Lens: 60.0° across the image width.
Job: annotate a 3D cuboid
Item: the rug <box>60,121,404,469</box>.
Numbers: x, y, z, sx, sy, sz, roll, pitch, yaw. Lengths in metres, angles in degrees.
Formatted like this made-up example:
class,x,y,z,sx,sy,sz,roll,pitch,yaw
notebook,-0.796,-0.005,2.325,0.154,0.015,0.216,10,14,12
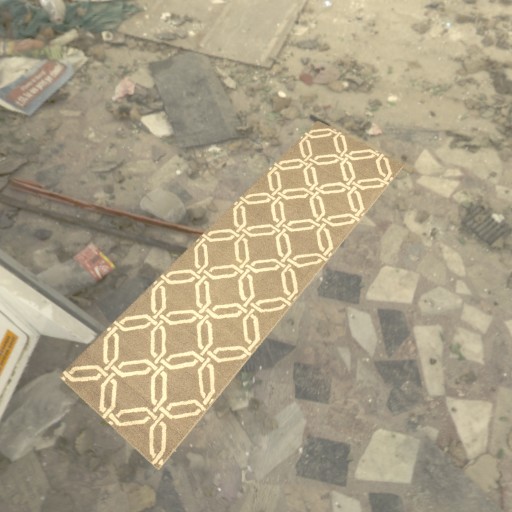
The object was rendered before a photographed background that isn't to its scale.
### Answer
class,x,y,z,sx,sy,sz,roll,pitch,yaw
rug,0.000,0.000,2.529,0.678,0.014,2.276,34,64,19
